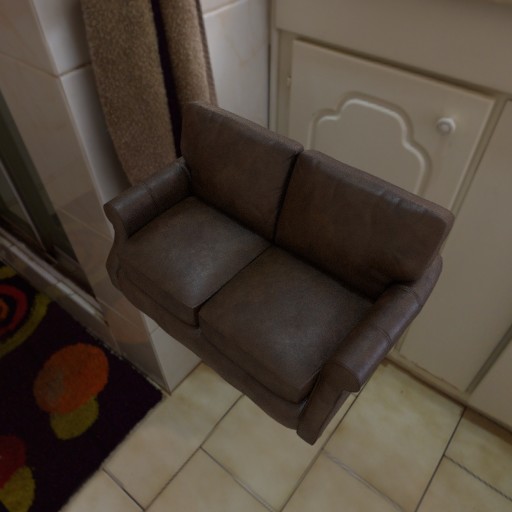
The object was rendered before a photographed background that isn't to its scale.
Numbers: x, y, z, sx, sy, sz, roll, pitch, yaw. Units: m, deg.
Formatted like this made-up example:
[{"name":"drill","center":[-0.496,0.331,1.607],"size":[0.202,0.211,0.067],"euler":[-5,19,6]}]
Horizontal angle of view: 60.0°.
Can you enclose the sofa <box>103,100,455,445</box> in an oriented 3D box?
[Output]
[{"name":"sofa","center":[0.000,0.000,2.267],"size":[1.616,0.976,0.990],"euler":[32,54,26]}]
